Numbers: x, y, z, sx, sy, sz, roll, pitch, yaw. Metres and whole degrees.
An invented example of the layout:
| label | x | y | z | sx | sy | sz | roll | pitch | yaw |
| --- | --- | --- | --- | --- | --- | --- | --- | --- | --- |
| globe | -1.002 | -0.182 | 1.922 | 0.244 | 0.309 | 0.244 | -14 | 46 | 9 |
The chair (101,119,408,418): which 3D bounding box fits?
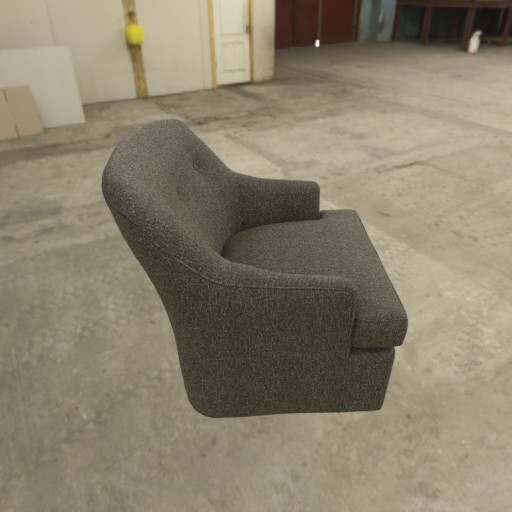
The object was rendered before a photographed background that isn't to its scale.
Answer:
| label | x | y | z | sx | sy | sz | roll | pitch | yaw |
| --- | --- | --- | --- | --- | --- | --- | --- | --- | --- |
| chair | 0.000 | 0.000 | 1.633 | 0.923 | 0.856 | 0.864 | -1 | 31 | -1 |
